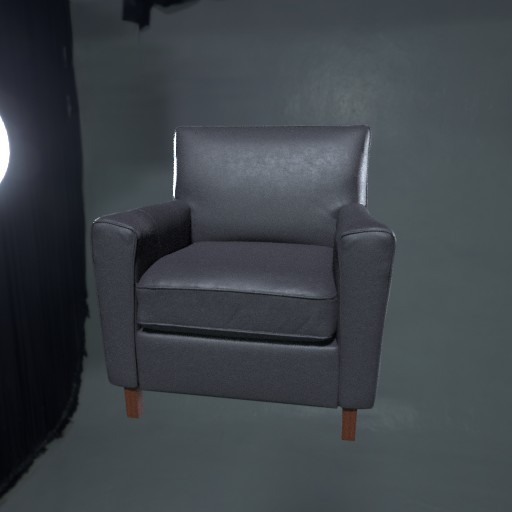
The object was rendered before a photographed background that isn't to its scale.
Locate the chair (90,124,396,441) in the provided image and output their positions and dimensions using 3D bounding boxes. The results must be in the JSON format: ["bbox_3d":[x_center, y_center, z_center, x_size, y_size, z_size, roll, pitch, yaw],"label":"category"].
[{"bbox_3d":[0.000,0.000,1.610,0.870,0.943,0.825,2,14,9],"label":"chair"}]
